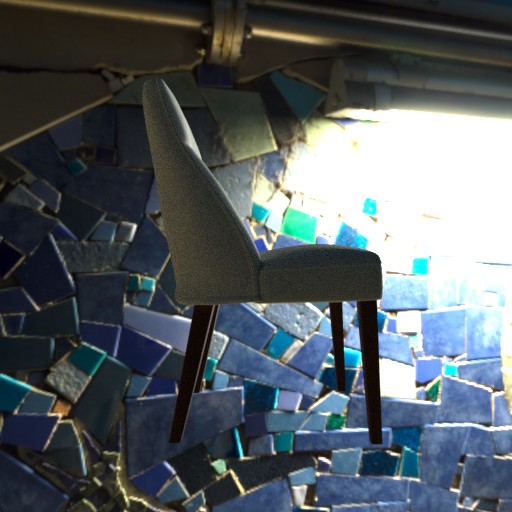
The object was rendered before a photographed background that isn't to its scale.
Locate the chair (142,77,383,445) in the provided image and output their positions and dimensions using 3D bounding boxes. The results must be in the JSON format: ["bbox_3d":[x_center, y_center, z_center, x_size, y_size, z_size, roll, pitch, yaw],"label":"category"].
[{"bbox_3d":[0.000,0.000,1.310,0.620,0.930,0.500,0,0,-1],"label":"chair"}]
